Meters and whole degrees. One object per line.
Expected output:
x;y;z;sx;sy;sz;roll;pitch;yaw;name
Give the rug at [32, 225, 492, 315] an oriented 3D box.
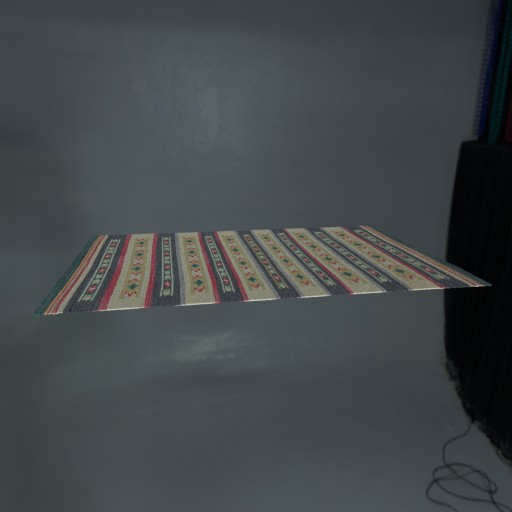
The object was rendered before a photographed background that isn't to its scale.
0.000;0.000;2.903;2.311;0.010;1.522;-3;16;-9;rug
